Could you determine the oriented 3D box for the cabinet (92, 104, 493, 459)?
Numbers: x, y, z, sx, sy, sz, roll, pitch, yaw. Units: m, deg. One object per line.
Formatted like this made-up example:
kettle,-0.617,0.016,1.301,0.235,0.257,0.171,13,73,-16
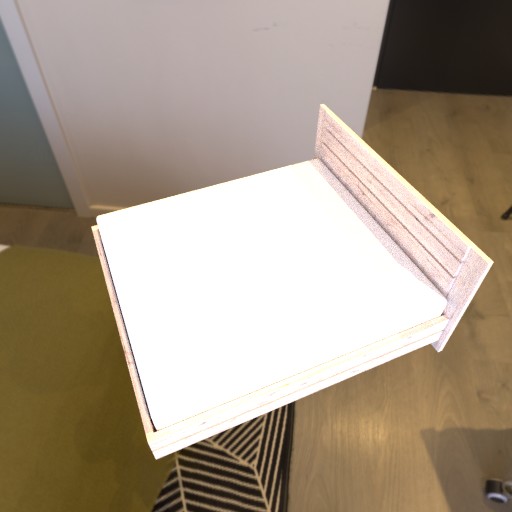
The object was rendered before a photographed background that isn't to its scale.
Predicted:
cabinet,0.000,0.000,3.173,2.080,0.970,1.950,-18,50,-16
